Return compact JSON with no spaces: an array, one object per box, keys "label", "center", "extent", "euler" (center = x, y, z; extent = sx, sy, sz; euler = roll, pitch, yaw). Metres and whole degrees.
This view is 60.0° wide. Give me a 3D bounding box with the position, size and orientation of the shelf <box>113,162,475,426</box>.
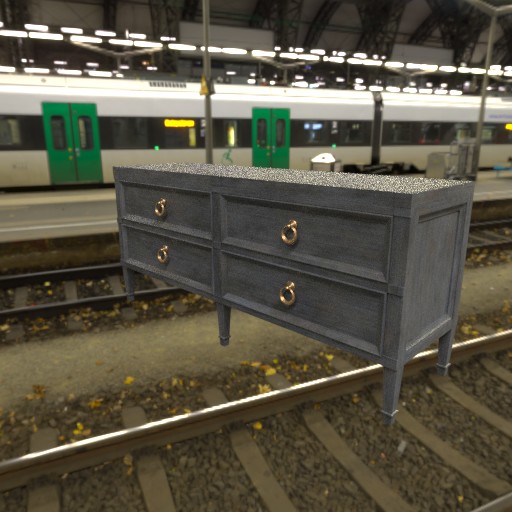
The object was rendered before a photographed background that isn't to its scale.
[{"label":"shelf","center":[0.000,0.000,1.936],"extent":[1.575,0.719,0.479],"euler":[14,21,42]}]
